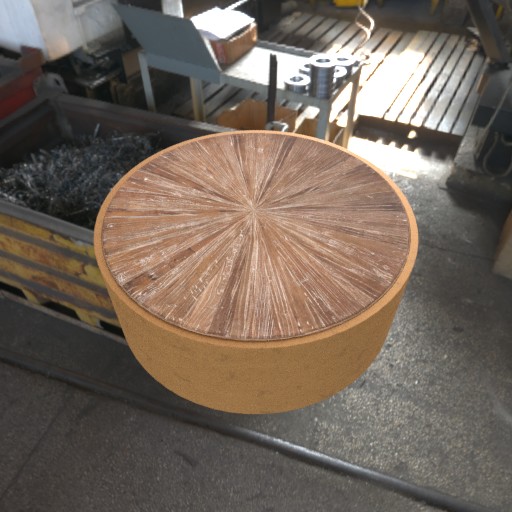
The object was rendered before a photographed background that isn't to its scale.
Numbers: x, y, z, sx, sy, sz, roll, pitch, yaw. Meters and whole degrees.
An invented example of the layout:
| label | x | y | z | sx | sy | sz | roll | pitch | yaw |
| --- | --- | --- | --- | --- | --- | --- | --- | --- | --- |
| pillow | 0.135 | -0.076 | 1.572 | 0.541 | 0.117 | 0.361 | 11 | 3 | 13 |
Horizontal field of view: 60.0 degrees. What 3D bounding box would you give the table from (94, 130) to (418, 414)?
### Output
| label | x | y | z | sx | sy | sz | roll | pitch | yaw |
| --- | --- | --- | --- | --- | --- | --- | --- | --- | --- |
| table | 0.000 | 0.000 | 1.552 | 1.001 | 0.409 | 1.001 | 0 | 46 | 0 |
